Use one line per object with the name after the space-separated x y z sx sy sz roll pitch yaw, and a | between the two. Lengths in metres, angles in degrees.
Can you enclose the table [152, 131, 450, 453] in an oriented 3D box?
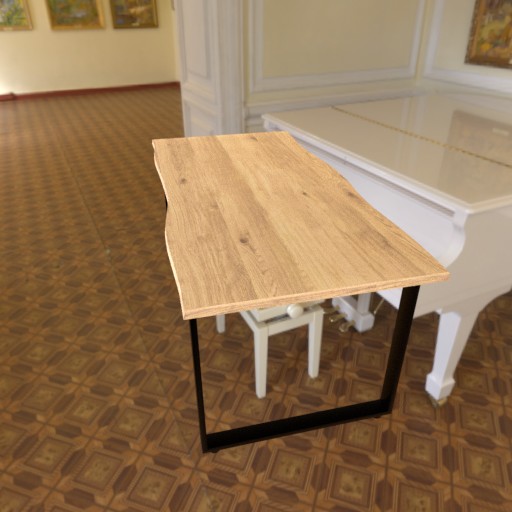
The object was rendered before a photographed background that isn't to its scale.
0.000 0.000 2.289 0.900 0.780 1.800 -7 31 -12 | table
